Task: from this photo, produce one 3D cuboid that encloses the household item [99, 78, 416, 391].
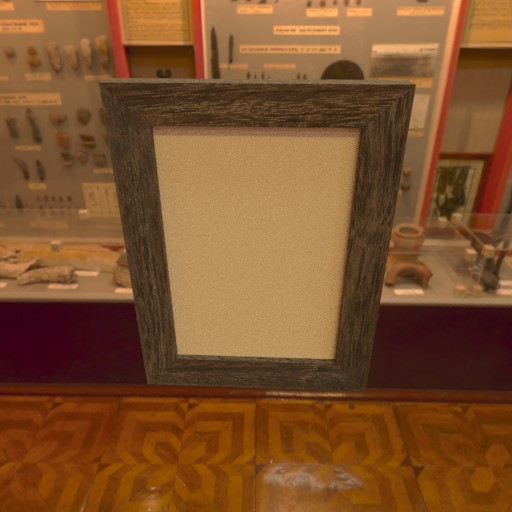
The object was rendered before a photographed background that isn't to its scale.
[{"bbox_3d":[0.000,0.000,0.283,0.160,0.210,0.020,1,29,2],"label":"household item"}]
